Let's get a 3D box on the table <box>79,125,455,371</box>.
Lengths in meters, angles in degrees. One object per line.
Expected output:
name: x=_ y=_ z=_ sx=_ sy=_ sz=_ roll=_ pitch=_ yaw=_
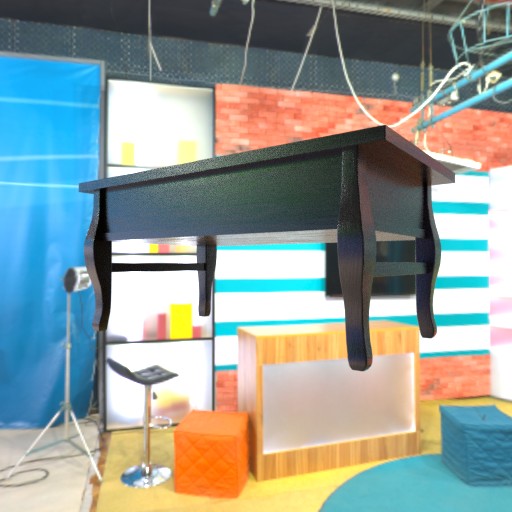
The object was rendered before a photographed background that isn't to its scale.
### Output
table: x=0.000 y=0.000 z=1.412 sx=1.062 sy=0.494 sz=0.600 roll=-1 pitch=-1 yaw=37
